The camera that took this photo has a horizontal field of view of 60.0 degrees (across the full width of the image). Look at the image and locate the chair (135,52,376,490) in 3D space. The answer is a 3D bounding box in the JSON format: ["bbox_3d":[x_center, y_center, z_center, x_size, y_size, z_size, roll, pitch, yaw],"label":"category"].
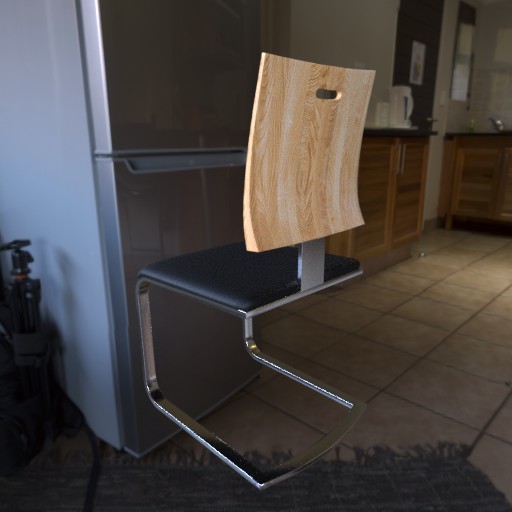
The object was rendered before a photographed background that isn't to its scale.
[{"bbox_3d":[0.000,0.000,1.208,0.462,0.936,0.560,-15,22,-42],"label":"chair"}]
